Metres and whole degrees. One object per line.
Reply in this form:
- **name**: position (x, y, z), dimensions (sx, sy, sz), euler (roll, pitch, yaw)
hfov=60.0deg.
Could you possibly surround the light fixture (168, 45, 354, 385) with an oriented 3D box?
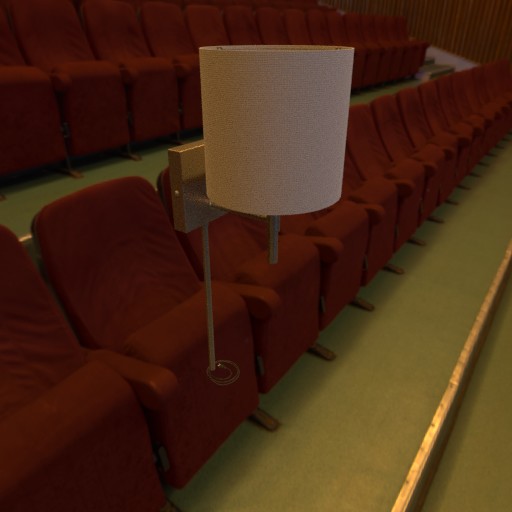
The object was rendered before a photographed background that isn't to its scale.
- **light fixture**: position (0.000, 0.000, 0.691), dimensions (0.248, 0.589, 0.188), euler (17, 32, 30)
